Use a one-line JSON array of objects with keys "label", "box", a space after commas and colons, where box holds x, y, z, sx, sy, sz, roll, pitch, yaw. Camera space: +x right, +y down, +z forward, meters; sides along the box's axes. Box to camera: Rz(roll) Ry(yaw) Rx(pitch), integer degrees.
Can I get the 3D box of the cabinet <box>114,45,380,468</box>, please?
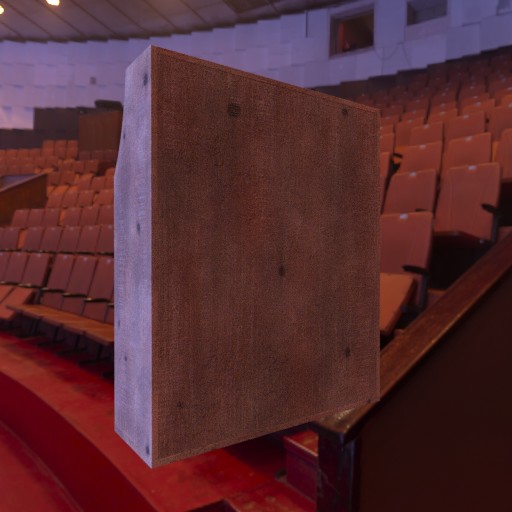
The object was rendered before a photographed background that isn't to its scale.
[{"label": "cabinet", "box": [0.000, 0.000, 0.833, 0.489, 0.590, 0.184, 0, 1, -35]}]
